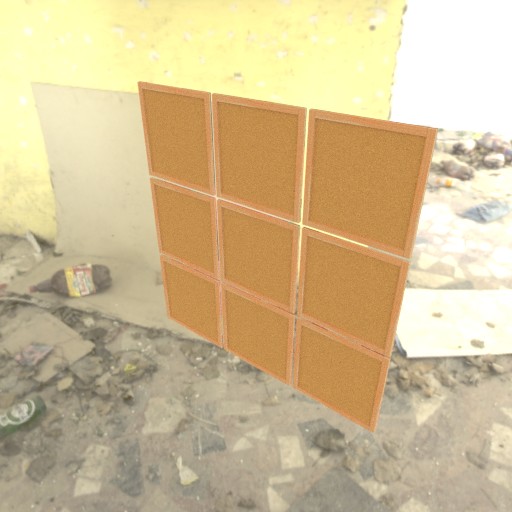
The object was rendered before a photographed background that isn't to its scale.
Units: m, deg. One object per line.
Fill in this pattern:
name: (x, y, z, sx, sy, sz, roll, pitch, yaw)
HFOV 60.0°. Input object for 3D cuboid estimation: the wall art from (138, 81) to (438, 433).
wall art: (0.000, 0.000, 1.803, 1.216, 1.220, 0.013, 21, 37, 32)
